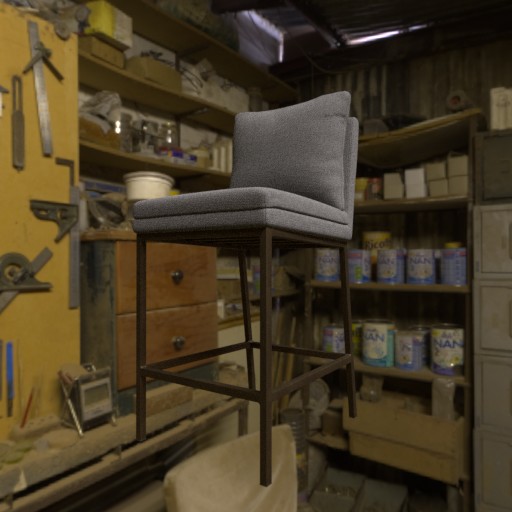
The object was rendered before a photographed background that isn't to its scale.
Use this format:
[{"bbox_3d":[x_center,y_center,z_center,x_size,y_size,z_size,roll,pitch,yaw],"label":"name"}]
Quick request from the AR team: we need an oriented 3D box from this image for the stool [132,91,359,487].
[{"bbox_3d":[0.000,0.000,1.334,0.463,1.031,0.569,0,-1,36],"label":"stool"}]
